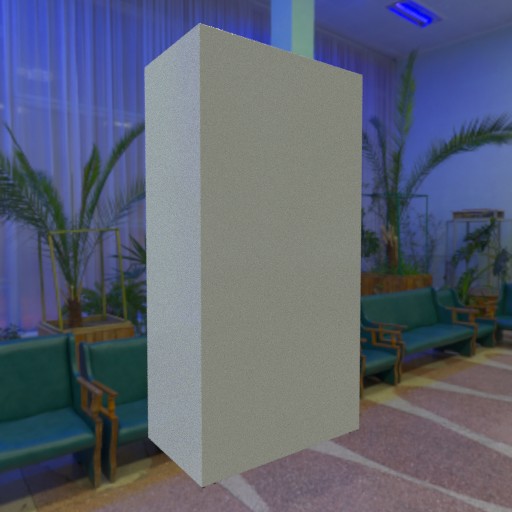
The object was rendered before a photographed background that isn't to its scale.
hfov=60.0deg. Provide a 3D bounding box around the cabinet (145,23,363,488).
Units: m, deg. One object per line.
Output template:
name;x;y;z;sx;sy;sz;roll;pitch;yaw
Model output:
cabinet;0.000;0.000;2.345;0.980;1.920;0.580;-2;3;-36
